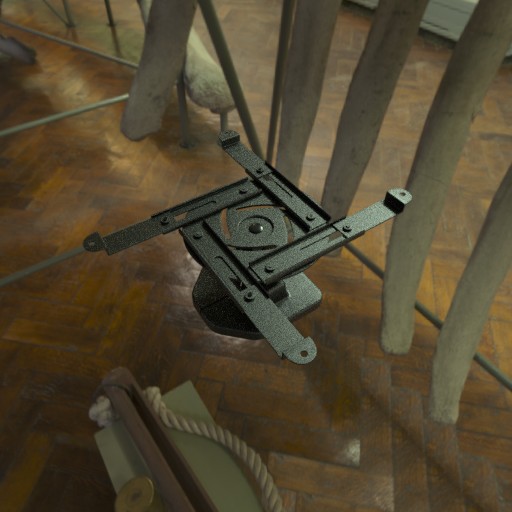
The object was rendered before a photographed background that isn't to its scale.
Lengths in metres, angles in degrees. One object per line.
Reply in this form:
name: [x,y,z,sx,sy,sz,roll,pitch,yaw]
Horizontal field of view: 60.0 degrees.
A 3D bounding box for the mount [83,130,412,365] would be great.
mount: [0.000,0.000,0.606,0.394,0.141,0.394,-26,52,-22]
